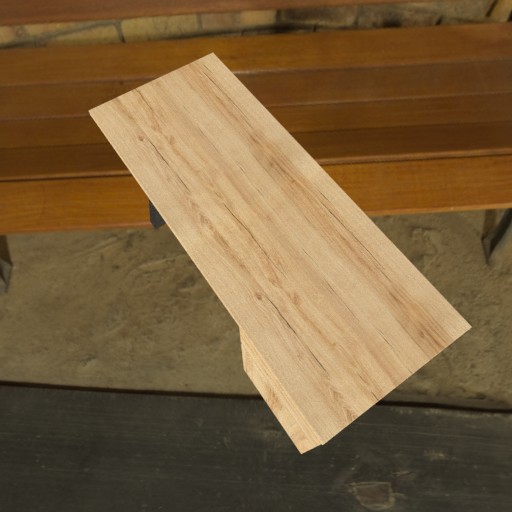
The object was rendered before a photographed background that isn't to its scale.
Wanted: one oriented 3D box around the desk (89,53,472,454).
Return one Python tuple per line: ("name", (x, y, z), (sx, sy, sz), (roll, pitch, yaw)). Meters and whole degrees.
("desk", (0.000, 0.000, 1.810), (0.550, 0.760, 1.400), (-32, 68, -15))
